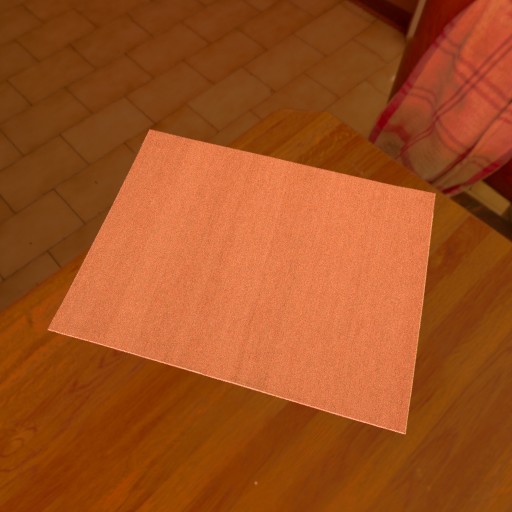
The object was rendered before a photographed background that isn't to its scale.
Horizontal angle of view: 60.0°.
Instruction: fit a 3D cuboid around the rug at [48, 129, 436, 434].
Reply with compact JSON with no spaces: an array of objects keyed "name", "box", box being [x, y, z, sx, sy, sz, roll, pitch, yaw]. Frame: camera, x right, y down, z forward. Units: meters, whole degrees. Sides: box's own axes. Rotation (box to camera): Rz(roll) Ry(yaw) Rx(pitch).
[{"name":"rug","box":[0.000,0.000,4.275,3.202,0.045,2.434,14,64,7]}]
